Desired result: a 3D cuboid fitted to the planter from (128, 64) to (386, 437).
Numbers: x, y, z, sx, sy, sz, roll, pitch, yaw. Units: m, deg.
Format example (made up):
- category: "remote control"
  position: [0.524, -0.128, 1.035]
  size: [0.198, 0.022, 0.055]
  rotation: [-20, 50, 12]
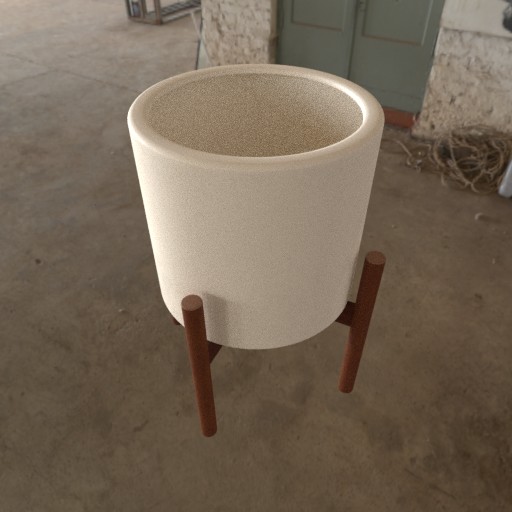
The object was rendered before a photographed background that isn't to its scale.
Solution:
- category: "planter"
  position: [0.000, 0.000, 0.510]
  size: [0.224, 0.358, 0.224]
  rotation: [-13, 43, -14]
